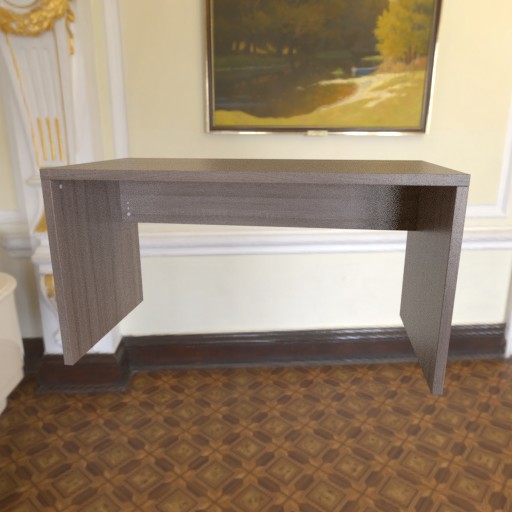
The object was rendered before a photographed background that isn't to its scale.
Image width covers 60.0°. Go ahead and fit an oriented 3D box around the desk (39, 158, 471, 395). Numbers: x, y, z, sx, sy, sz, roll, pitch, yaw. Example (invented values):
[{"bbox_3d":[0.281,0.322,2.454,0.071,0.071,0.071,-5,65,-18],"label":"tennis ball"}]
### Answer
[{"bbox_3d":[0.000,0.000,1.829,1.380,0.745,0.690,2,16,8],"label":"desk"}]
